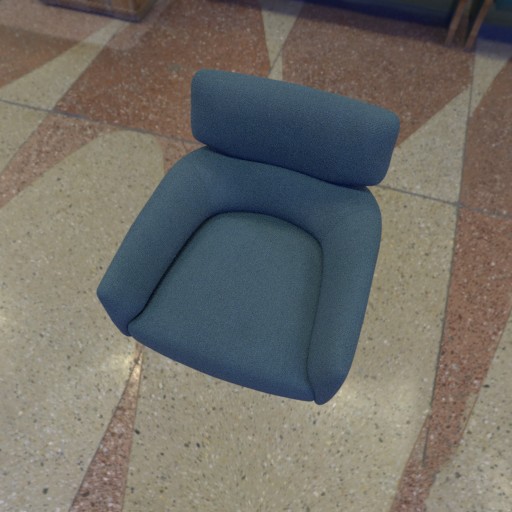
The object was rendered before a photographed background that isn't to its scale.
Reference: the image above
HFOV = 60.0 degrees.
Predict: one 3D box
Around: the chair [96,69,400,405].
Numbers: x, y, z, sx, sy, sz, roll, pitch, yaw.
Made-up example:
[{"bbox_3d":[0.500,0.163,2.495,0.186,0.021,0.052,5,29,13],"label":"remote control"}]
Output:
[{"bbox_3d":[0.000,0.000,1.434,0.738,0.813,0.761,17,60,10],"label":"chair"}]
